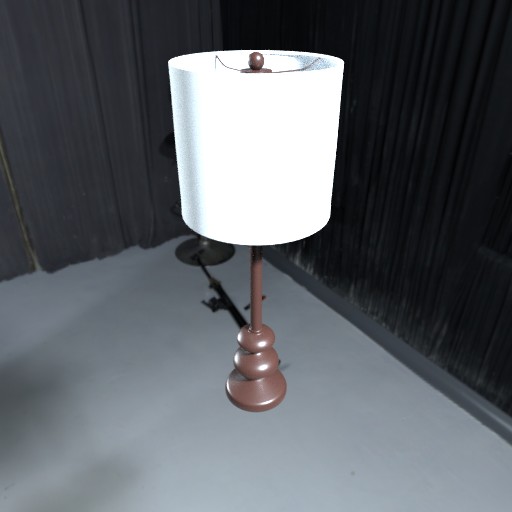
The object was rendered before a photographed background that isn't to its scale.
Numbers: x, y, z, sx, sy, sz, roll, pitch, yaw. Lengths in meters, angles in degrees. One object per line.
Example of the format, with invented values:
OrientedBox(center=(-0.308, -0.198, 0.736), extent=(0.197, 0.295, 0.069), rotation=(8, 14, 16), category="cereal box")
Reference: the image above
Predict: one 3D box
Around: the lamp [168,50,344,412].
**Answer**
OrientedBox(center=(0.000, 0.000, 0.819), extent=(0.254, 0.690, 0.254), rotation=(-18, 35, -28), category="lamp")
